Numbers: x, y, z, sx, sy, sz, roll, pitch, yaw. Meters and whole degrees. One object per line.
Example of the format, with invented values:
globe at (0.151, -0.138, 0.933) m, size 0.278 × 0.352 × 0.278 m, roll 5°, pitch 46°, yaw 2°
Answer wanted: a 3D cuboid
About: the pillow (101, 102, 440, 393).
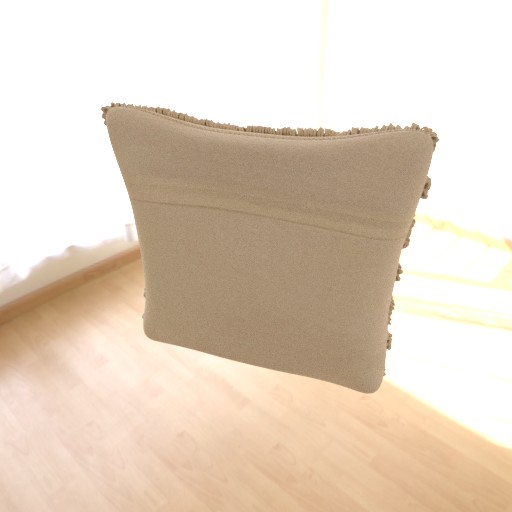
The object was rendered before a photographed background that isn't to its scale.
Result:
pillow at (0.000, 0.000, 0.661) m, size 0.437 × 0.427 × 0.145 m, roll 10°, pitch 34°, yaw 15°
